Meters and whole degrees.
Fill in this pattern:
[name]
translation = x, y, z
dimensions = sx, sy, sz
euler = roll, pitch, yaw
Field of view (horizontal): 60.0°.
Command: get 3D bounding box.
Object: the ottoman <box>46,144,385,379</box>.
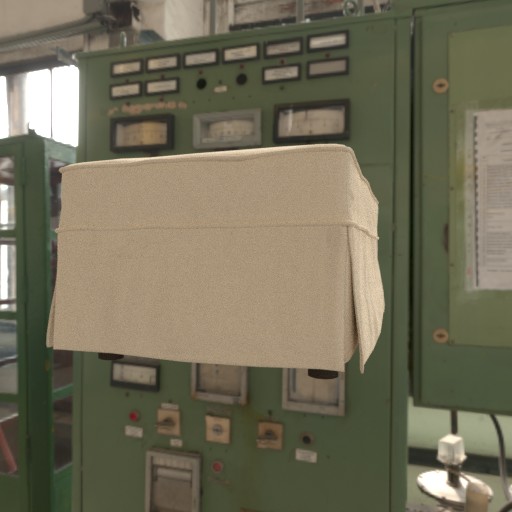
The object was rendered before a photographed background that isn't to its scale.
[ottoman]
translation = 0.000, 0.000, 1.293
dimensions = 0.703, 0.479, 0.944
euler = 0, 0, 18
